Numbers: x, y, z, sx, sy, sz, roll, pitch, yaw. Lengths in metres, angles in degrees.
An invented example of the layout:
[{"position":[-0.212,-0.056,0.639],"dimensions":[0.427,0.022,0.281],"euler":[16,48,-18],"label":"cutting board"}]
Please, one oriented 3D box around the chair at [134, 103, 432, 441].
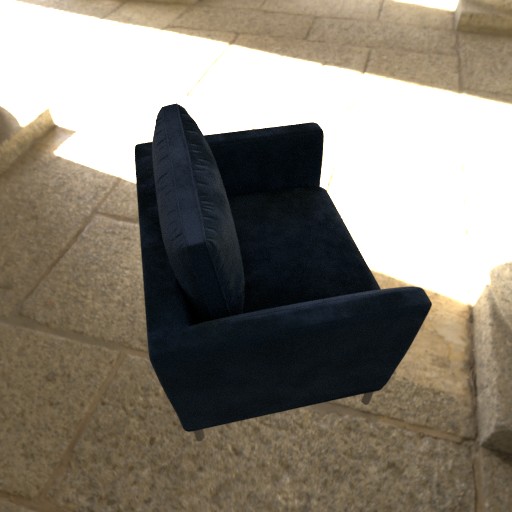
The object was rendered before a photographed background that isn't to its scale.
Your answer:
[{"position":[0.000,0.000,1.588],"dimensions":[0.746,0.893,0.977],"euler":[-9,47,-9],"label":"chair"}]
